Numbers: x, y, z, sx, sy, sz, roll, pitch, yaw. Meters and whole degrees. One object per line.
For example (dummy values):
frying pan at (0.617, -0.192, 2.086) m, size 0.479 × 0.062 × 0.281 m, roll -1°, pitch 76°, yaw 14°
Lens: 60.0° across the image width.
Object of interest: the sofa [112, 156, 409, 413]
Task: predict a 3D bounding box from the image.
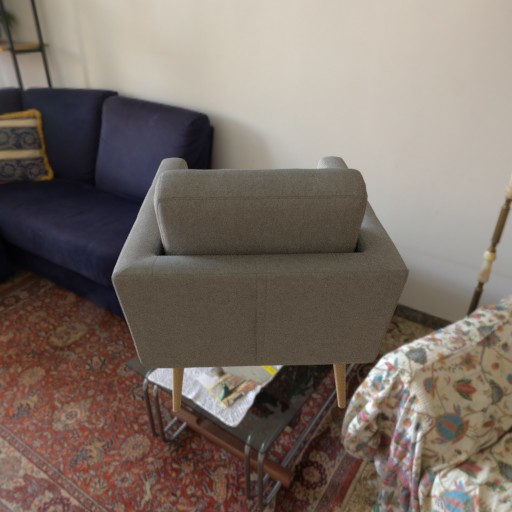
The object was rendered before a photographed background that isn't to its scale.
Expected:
sofa at (0.000, 0.000, 1.591) m, size 0.770 × 0.860 × 0.920 m, roll -1°, pitch 31°, yaw -2°
